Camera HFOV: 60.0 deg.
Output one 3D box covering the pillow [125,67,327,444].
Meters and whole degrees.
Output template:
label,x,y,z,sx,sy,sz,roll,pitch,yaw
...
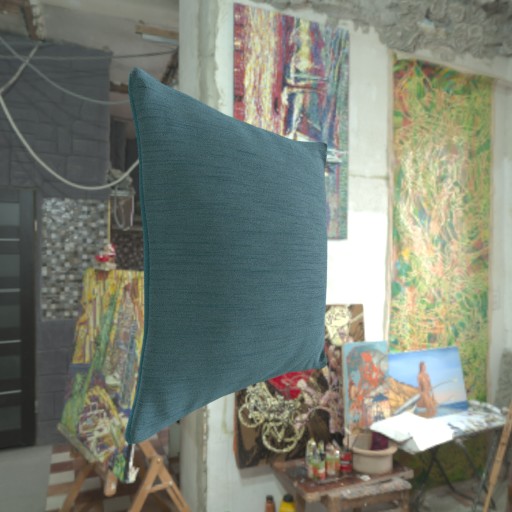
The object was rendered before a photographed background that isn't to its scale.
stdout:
label,x,y,z,sx,sy,sz,roll,pitch,yaw
pillow,0.000,0.000,0.647,0.151,0.415,0.433,0,0,38
